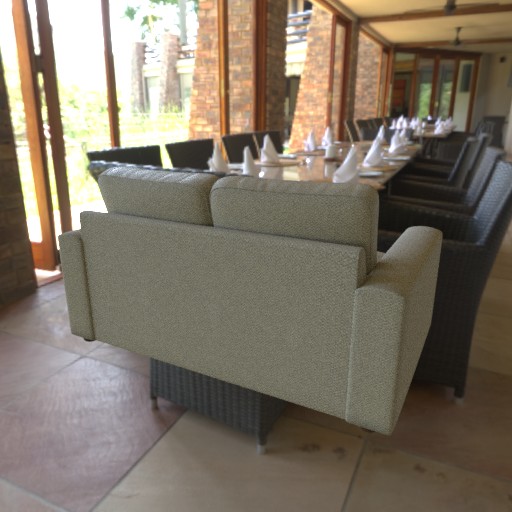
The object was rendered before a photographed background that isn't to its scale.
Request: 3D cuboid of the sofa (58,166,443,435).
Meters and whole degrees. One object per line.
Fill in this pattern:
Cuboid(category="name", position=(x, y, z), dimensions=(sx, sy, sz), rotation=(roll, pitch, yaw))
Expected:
Cuboid(category="sofa", position=(0.000, 0.000, 2.204), dimensions=(1.616, 0.873, 1.016), rotation=(9, 20, 27))
